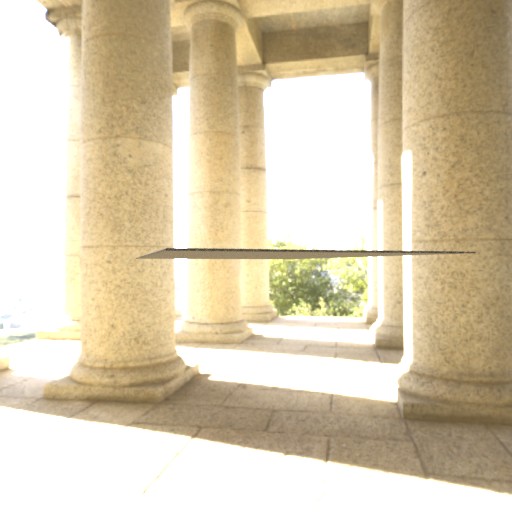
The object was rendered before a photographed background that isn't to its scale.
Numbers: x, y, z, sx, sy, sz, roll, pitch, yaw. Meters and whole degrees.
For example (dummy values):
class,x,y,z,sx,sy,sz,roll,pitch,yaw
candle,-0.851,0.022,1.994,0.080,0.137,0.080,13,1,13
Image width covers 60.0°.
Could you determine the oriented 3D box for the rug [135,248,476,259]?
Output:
class,x,y,z,sx,sy,sz,roll,pitch,yaw
rug,0.000,0.000,3.158,1.548,0.013,2.486,0,-1,-18
